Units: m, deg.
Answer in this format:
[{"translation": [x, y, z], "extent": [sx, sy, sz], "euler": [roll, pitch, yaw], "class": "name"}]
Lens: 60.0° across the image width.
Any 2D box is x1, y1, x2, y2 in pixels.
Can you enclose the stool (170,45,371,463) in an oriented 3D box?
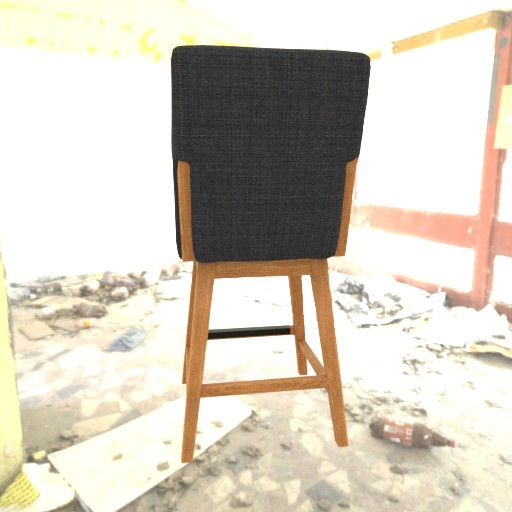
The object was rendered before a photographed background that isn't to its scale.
[{"translation": [0.000, 0.000, 1.279], "extent": [0.459, 1.010, 0.526], "euler": [-2, 12, -9], "class": "stool"}]
